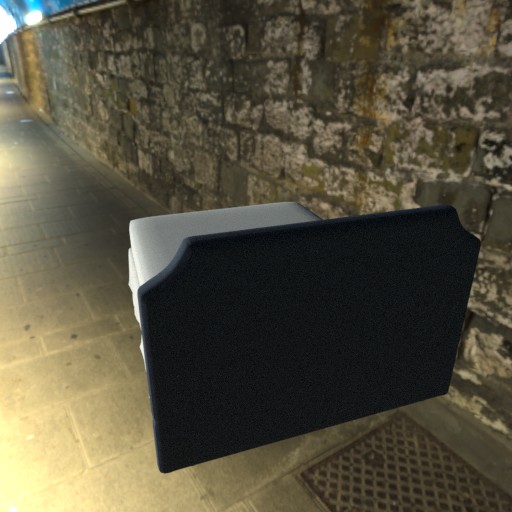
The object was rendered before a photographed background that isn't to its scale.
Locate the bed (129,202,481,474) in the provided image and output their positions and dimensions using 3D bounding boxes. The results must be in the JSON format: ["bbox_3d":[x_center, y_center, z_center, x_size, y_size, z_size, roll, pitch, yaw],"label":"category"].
[{"bbox_3d":[0.000,0.000,3.248,1.831,1.297,2.260,-8,26,-17],"label":"bed"}]
